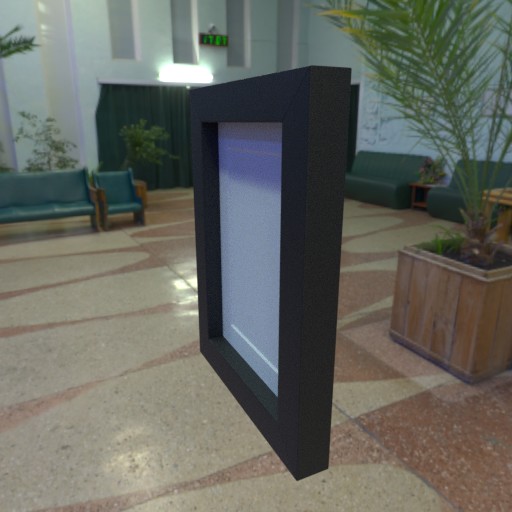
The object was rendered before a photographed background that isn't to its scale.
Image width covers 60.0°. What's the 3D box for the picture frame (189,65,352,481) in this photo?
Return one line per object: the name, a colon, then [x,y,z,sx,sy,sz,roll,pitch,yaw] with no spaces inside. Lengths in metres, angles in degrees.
picture frame: [0.000,0.000,0.282,0.028,0.208,0.157,-8,19,-25]
